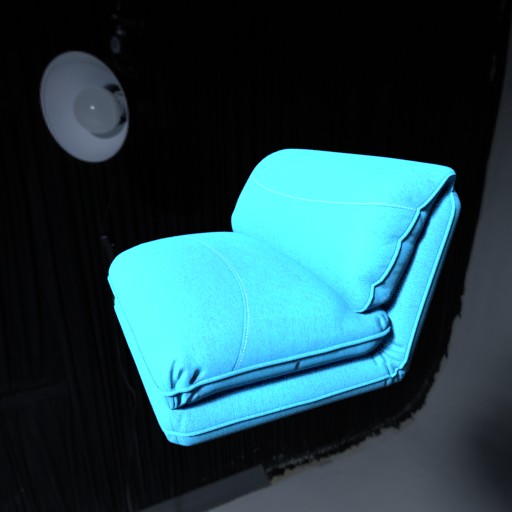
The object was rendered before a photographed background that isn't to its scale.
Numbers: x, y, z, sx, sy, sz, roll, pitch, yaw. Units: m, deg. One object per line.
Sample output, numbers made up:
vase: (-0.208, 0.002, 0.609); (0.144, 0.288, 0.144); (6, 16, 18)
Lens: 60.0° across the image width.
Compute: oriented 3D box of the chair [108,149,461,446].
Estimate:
chair: (0.000, 0.000, 1.310); (0.780, 0.580, 0.820); (-8, 18, -24)
